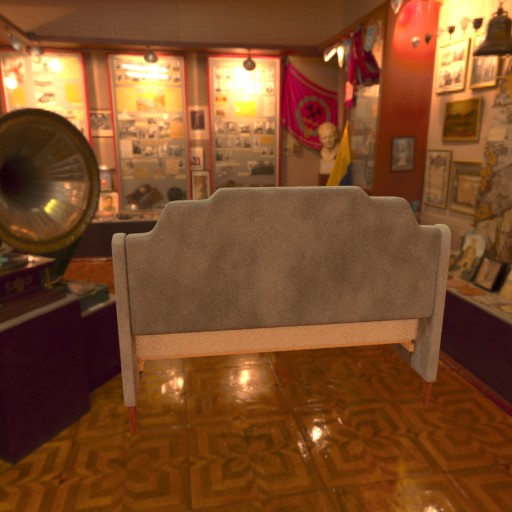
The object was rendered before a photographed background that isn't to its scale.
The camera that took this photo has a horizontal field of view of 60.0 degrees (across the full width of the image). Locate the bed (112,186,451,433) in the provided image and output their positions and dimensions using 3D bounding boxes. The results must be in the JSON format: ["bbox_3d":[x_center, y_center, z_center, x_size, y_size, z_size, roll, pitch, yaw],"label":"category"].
[{"bbox_3d":[0.000,0.000,3.339,1.676,1.245,2.340,-2,15,-8],"label":"bed"}]
